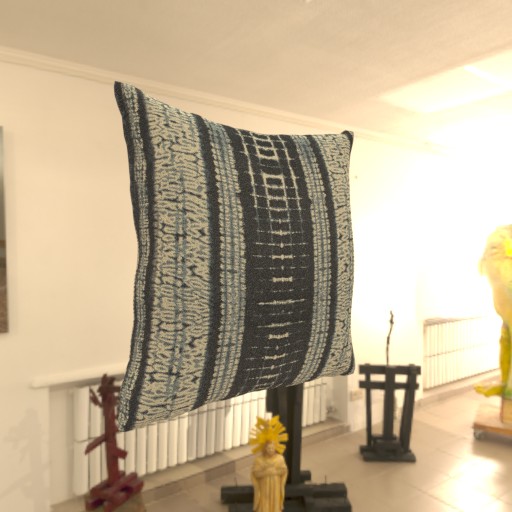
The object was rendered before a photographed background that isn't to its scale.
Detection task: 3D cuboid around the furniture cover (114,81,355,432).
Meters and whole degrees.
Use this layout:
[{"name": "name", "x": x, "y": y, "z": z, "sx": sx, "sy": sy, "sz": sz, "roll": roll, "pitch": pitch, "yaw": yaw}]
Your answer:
[{"name": "furniture cover", "x": 0.000, "y": 0.000, "z": 0.668, "sx": 0.425, "sy": 0.435, "sz": 0.133, "roll": -1, "pitch": 2, "yaw": -36}]
